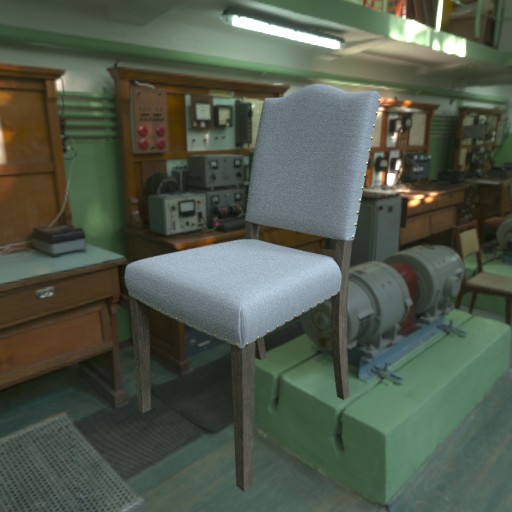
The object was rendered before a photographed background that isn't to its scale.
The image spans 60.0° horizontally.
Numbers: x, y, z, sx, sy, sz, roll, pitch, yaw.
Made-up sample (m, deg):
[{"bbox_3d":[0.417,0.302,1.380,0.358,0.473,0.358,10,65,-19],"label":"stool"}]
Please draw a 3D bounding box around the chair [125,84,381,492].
[{"bbox_3d":[0.000,0.000,1.351,0.508,1.020,0.620,15,22,42],"label":"chair"}]
